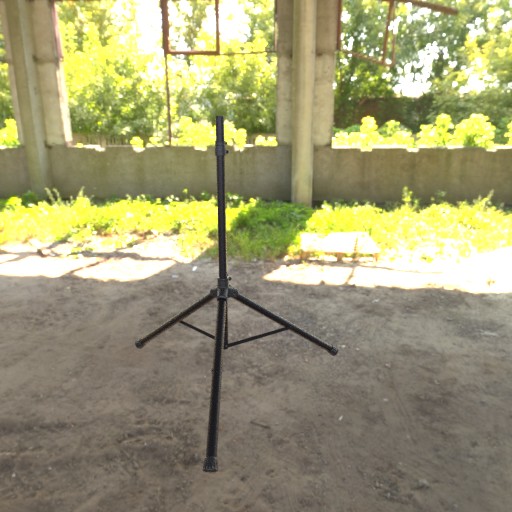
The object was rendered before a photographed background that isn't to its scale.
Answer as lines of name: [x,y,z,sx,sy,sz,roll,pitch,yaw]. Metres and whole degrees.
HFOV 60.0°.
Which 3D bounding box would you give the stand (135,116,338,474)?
stand: [0.000,0.000,1.893,0.907,1.136,1.045,-7,17,-24]
